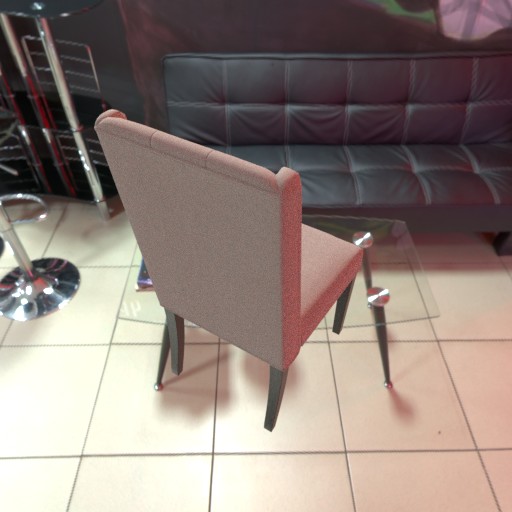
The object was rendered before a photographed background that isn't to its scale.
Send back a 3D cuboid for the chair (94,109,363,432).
[{"bbox_3d":[0.000,0.000,1.261,0.474,0.961,0.523,24,49,22],"label":"chair"}]
